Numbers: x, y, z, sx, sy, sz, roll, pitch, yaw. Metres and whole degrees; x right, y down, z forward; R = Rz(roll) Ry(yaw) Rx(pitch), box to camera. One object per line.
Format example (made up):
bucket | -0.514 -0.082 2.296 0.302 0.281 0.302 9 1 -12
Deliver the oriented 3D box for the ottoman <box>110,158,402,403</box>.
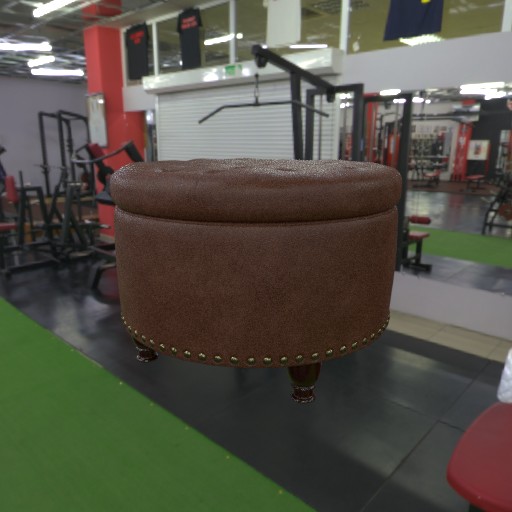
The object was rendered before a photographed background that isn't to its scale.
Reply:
ottoman | 0.000 0.000 1.057 0.637 0.442 0.637 0 14 0
